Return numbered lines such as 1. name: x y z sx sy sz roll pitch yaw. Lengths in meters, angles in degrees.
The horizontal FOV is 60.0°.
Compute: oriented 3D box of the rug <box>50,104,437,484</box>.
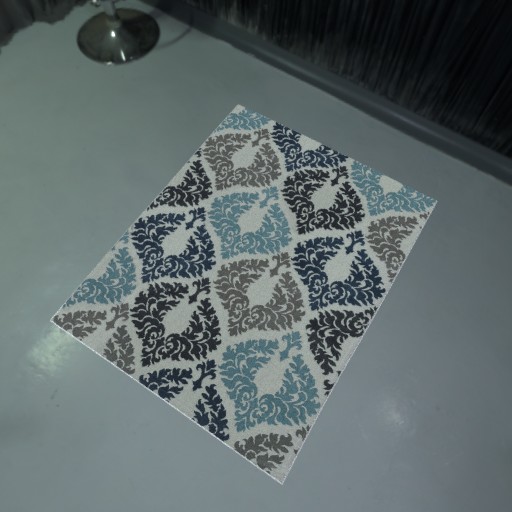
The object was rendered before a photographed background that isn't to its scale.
1. rug: 0.000 0.000 4.204 2.423 0.014 3.040 30 68 14
